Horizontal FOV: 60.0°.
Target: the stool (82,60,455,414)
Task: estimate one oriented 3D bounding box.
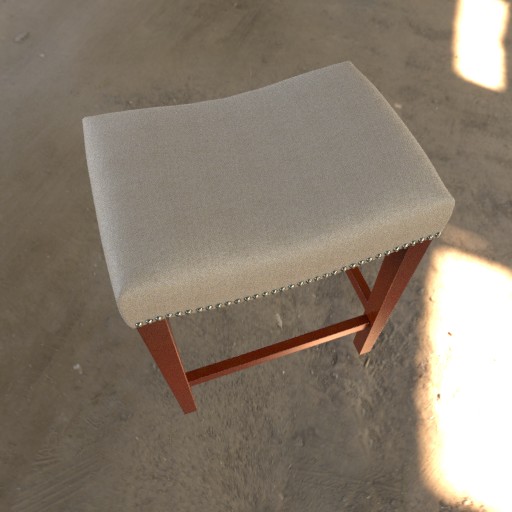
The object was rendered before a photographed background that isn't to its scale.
[{"bbox_3d":[0.000,0.000,0.934,0.509,0.632,0.375,-16,59,-10],"label":"stool"}]
